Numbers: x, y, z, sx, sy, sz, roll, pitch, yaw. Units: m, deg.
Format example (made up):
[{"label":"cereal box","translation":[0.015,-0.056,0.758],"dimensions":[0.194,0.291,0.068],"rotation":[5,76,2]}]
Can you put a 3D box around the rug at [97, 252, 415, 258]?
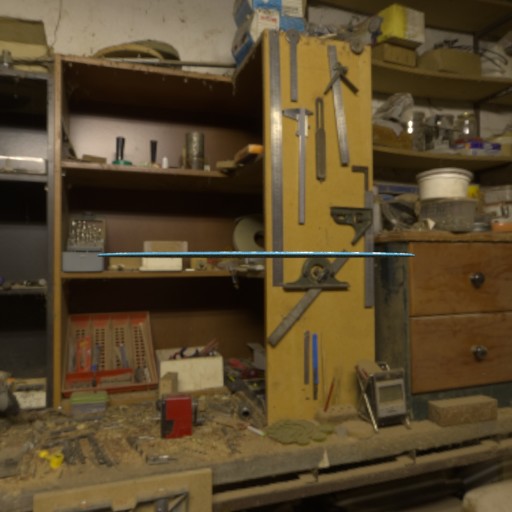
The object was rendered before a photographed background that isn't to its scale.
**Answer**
[{"label":"rug","translation":[0.000,0.000,2.359],"dimensions":[1.593,0.012,1.593],"rotation":[0,-1,0]}]
